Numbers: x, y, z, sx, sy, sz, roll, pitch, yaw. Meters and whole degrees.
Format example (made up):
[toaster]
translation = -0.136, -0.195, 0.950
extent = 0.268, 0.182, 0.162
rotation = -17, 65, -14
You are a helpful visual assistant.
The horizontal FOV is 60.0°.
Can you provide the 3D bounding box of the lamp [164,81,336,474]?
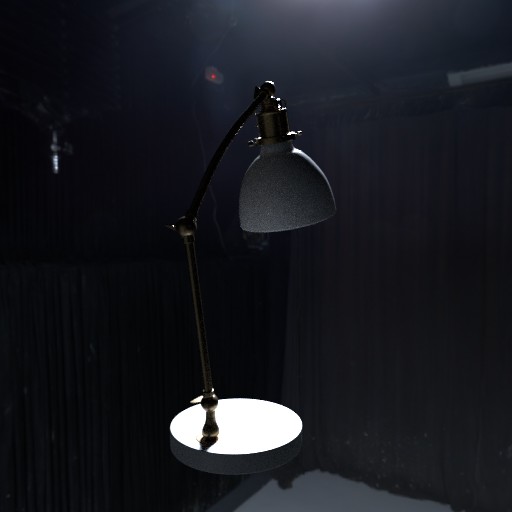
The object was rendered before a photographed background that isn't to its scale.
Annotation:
[lamp]
translation = 0.000, 0.000, 0.660
extent = 0.186, 0.522, 0.317
rotation = 2, 3, 36
